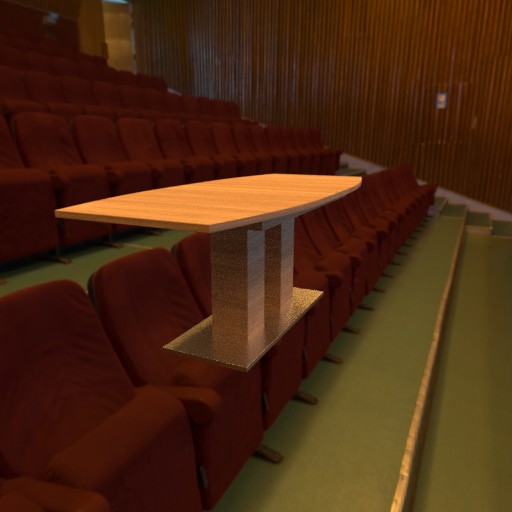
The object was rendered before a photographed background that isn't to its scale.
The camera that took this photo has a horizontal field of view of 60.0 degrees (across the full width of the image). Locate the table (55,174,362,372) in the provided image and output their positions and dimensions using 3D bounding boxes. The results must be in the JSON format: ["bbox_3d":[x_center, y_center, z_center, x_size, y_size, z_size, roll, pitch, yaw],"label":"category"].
[{"bbox_3d":[0.000,0.000,2.471,0.900,0.750,2.032,7,16,25],"label":"table"}]
